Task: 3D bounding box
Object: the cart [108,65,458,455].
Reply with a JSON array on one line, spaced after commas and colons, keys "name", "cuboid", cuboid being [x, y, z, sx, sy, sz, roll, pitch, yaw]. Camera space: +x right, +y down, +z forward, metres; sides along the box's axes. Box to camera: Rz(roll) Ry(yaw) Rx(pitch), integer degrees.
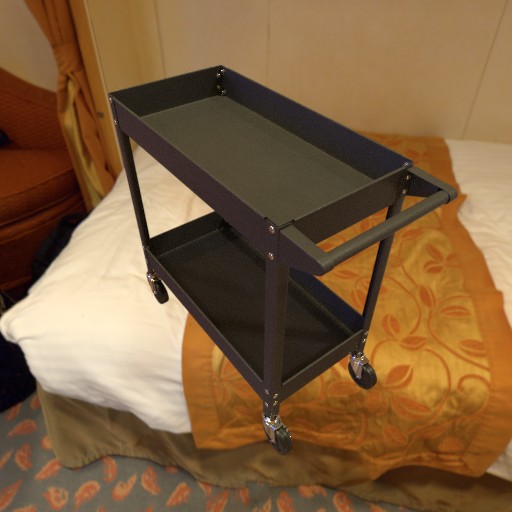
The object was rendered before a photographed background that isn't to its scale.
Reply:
[{"name": "cart", "cuboid": [0.000, 0.000, 1.179, 0.366, 0.719, 0.779, -27, 48, -27]}]
